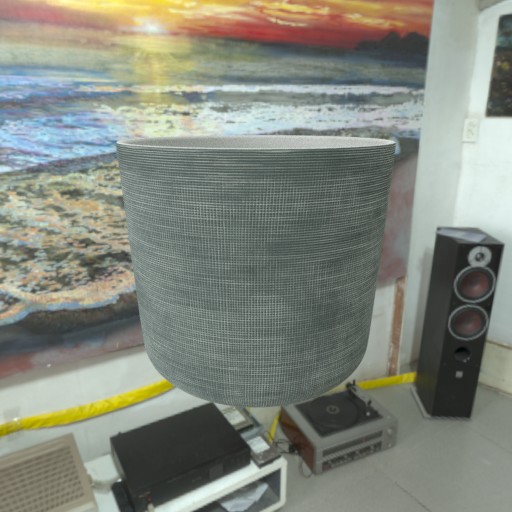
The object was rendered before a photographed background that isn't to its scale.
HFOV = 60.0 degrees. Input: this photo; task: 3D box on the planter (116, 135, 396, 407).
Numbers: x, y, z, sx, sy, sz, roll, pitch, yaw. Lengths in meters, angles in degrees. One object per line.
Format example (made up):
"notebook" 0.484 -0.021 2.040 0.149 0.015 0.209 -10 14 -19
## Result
"planter" 0.000 0.000 0.786 0.440 0.398 0.440 0 17 0
